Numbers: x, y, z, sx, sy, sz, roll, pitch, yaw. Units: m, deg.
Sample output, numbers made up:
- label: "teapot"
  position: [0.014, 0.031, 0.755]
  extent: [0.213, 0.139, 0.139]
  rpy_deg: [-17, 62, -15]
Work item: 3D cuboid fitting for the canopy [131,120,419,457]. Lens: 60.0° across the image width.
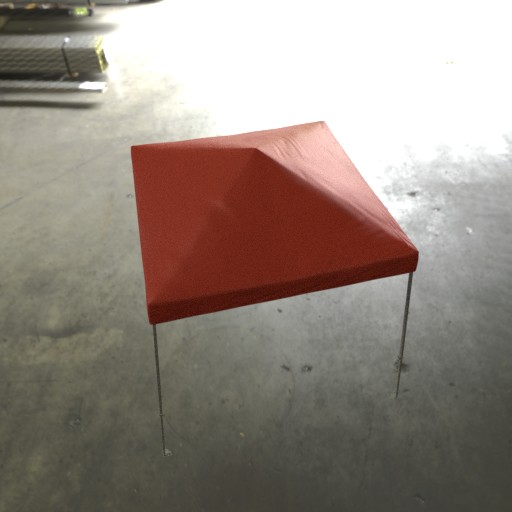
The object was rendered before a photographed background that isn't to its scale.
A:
- label: "canopy"
  position: [0.000, 0.000, 5.101]
  extent: [2.849, 2.850, 2.850]
  rpy_deg: [-10, 47, -10]
